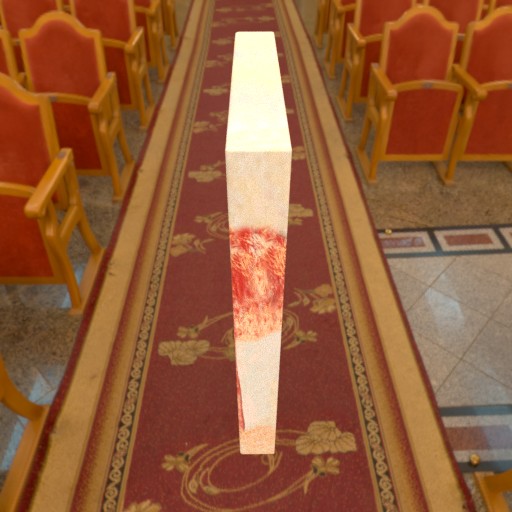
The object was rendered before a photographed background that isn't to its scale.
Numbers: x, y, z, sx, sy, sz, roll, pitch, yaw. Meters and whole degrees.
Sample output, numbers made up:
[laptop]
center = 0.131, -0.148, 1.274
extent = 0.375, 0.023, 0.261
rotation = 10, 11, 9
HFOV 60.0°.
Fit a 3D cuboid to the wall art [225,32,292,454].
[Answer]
[wall art]
center = 0.000, 0.000, 0.475
extent = 0.039, 0.380, 0.251
rotation = 0, 41, 0
